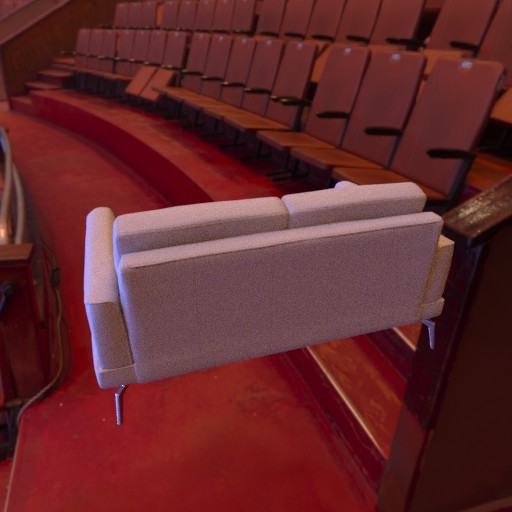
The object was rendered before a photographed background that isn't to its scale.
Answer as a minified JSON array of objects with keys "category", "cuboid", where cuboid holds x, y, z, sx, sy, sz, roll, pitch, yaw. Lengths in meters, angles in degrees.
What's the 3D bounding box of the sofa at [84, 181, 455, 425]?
[{"category":"sofa","cuboid":[0.000,0.000,2.487,1.819,0.930,1.121,-9,28,-16]}]
